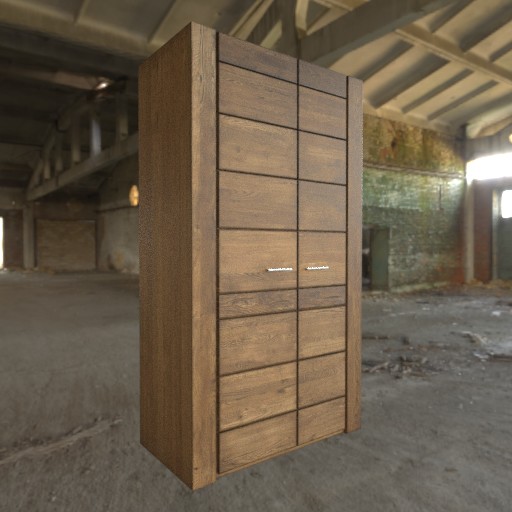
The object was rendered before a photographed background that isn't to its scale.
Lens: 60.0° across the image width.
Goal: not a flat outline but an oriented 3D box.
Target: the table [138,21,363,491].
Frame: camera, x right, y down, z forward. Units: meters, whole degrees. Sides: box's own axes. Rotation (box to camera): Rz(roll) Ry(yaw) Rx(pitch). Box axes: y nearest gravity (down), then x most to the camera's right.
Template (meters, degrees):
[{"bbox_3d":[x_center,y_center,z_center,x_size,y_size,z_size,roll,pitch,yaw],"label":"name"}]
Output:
[{"bbox_3d":[0.000,0.000,2.439,1.100,2.000,0.600,-1,1,-37],"label":"table"}]
